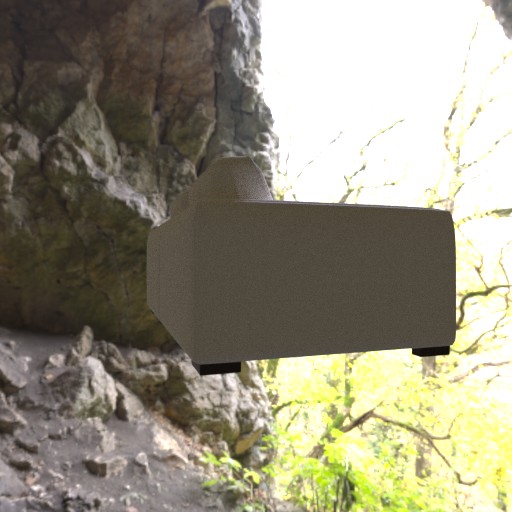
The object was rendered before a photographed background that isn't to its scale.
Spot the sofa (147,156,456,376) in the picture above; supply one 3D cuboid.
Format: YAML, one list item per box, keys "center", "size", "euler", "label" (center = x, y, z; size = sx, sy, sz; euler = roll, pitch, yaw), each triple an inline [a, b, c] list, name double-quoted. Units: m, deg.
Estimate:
- center: [0.000, 0.000, 2.478]
  size: [1.069, 0.801, 1.920]
  euler: [0, 0, -18]
  label: "sofa"
